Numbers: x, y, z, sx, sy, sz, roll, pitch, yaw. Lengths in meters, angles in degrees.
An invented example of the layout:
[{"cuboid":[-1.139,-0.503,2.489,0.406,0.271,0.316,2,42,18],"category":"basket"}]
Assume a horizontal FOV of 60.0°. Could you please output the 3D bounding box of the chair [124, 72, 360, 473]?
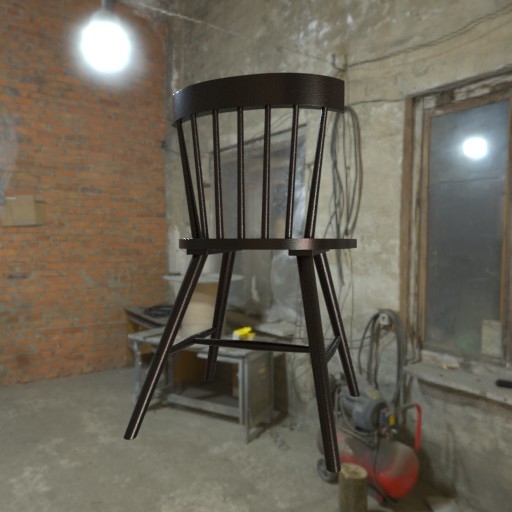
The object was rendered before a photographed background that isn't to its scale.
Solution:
[{"cuboid":[0.000,0.000,1.170,0.506,0.844,0.483,1,2,18],"category":"chair"}]
